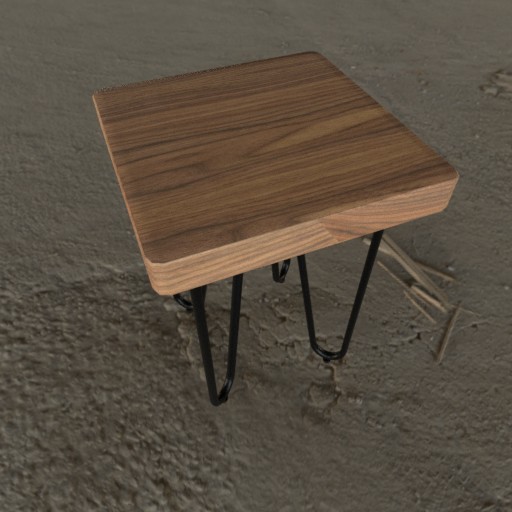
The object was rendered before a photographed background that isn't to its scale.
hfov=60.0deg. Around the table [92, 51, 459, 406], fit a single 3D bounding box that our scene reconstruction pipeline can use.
[{"bbox_3d":[0.000,0.000,0.985,0.480,0.641,0.479,-17,50,-15],"label":"table"}]
